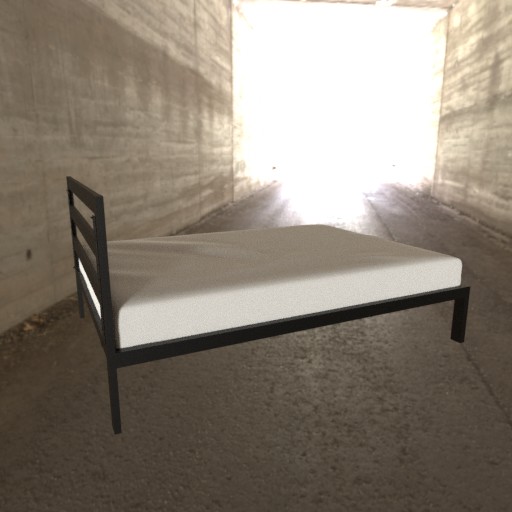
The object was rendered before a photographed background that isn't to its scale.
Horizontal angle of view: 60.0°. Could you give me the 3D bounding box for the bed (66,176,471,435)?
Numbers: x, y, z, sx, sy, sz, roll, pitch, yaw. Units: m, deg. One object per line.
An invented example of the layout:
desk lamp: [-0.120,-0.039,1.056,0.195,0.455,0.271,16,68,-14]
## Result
bed: [0.000,0.000,2.799,2.062,0.967,1.524,-6,15,-26]
